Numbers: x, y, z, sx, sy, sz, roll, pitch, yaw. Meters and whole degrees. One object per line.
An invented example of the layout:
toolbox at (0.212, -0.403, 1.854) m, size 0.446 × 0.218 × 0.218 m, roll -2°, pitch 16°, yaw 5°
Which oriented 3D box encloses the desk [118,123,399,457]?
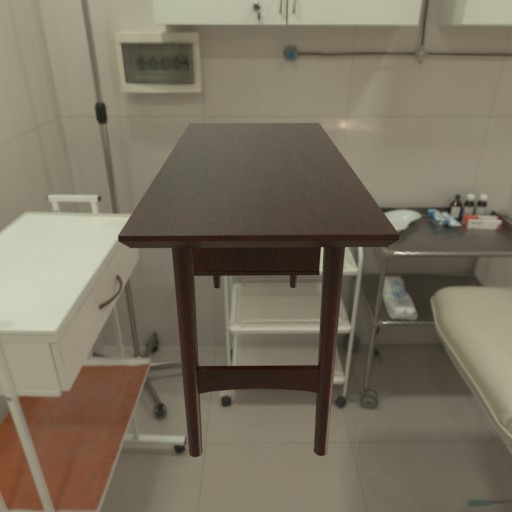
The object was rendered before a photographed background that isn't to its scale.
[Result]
desk at (0.000, 0.000, 1.703) m, size 0.612 × 0.758 × 1.277 m, roll 0°, pitch 27°, yaw -1°
